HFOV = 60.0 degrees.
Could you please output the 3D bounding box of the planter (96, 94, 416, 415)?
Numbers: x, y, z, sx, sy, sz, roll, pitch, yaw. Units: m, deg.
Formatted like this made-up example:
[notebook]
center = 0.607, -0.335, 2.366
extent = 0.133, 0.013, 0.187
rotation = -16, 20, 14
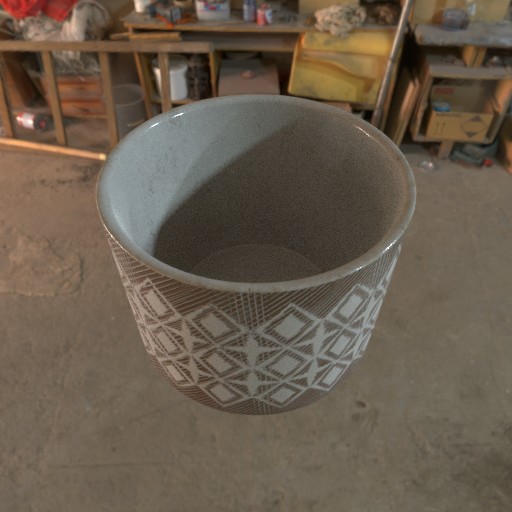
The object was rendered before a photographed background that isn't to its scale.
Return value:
[planter]
center = 0.000, 0.000, 0.218
extent = 0.126, 0.104, 0.126
rotation = 0, 47, 0
